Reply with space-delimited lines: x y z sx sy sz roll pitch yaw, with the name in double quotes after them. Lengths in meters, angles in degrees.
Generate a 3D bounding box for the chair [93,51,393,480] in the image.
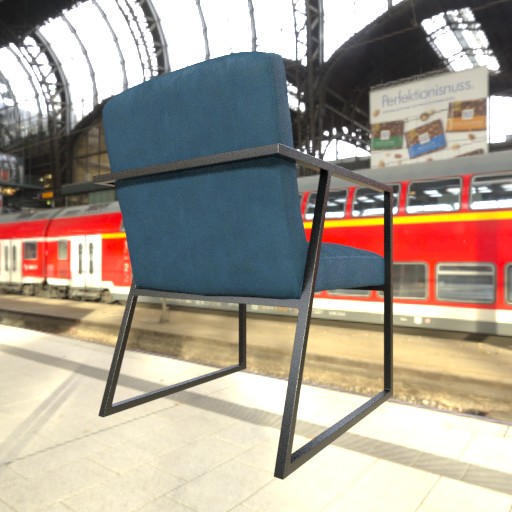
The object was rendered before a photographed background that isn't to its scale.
0.000 0.000 1.240 0.571 0.833 0.677 0 0 36 "chair"
